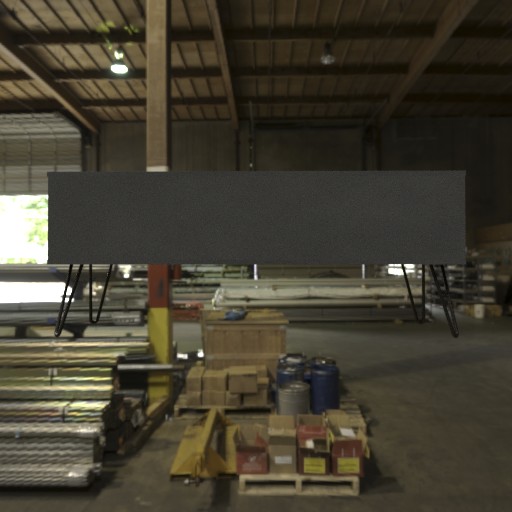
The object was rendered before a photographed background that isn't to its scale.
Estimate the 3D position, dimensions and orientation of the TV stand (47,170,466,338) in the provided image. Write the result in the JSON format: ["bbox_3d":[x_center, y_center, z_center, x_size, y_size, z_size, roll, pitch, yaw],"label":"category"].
[{"bbox_3d":[0.000,0.000,1.676,1.400,0.560,0.400,0,-1,1],"label":"TV stand"}]
